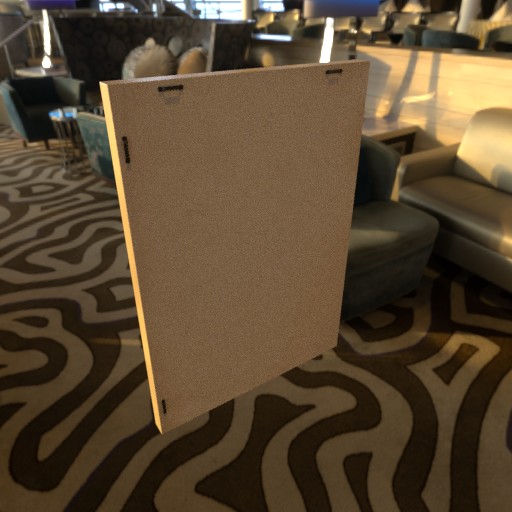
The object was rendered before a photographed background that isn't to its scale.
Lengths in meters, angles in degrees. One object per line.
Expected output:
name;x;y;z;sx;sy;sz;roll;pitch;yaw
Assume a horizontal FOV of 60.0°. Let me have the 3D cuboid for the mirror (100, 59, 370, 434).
mirror;0.000;0.000;0.911;0.507;0.710;0.039;-18;35;-29
